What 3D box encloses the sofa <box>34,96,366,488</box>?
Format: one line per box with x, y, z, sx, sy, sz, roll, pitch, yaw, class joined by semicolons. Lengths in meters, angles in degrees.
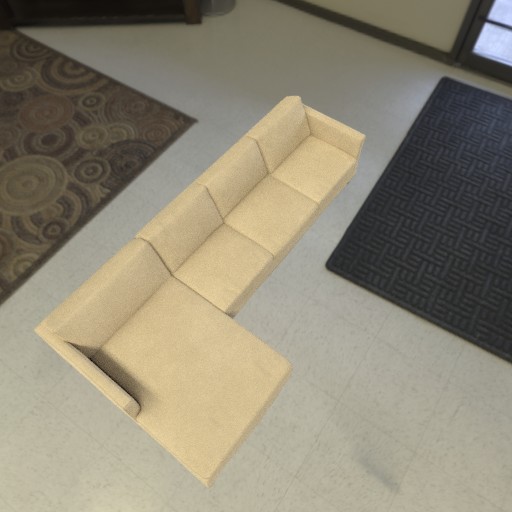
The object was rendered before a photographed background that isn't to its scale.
0.000;0.000;3.796;1.625;0.846;3.186;33;64;18;sofa
